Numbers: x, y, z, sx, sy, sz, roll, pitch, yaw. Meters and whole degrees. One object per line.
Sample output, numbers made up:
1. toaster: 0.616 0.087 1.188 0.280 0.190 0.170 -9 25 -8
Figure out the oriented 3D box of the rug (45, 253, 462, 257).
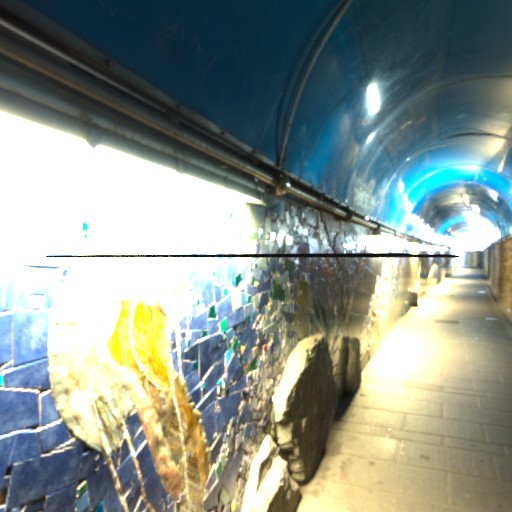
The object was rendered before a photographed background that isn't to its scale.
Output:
1. rug: 0.000 0.000 4.794 3.612 0.035 2.716 0 0 35
